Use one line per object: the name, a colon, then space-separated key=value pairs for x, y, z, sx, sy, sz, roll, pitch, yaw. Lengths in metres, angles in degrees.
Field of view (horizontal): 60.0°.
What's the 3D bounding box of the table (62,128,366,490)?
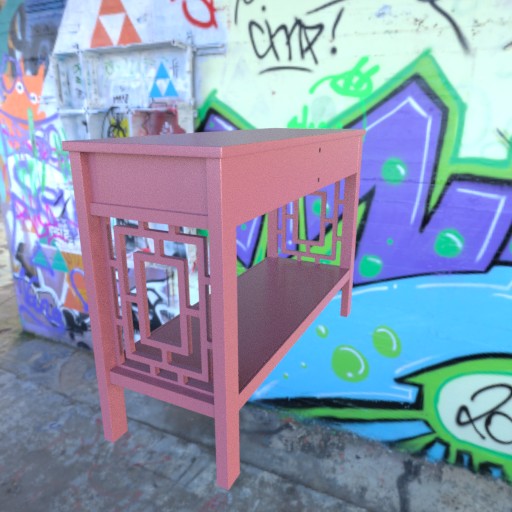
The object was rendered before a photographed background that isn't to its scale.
table: x=0.000 y=0.000 z=1.411 sx=0.397 sy=0.753 sz=1.068 roll=9 pitch=20 yaw=25
